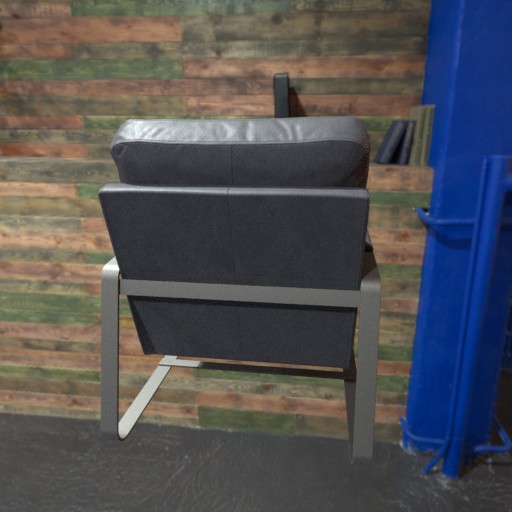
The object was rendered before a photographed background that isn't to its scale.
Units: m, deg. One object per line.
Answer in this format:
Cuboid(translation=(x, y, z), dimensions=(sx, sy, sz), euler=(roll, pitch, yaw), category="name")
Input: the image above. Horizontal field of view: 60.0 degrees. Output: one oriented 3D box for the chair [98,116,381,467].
Cuboid(translation=(0.000, 0.000, 1.425), dimensions=(0.692, 0.839, 0.878), euler=(2, 16, 8), category="chair")
